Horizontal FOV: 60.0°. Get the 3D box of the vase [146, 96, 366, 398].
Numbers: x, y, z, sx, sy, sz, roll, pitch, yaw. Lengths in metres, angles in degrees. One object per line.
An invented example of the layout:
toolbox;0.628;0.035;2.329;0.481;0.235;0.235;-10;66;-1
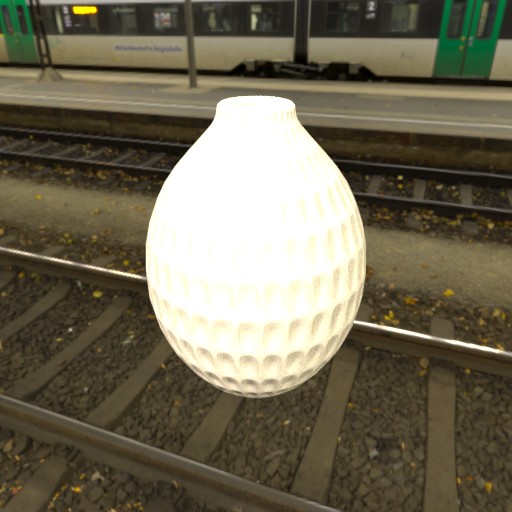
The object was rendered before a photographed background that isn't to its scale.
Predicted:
vase;0.000;0.000;0.334;0.162;0.223;0.162;0;28;0
